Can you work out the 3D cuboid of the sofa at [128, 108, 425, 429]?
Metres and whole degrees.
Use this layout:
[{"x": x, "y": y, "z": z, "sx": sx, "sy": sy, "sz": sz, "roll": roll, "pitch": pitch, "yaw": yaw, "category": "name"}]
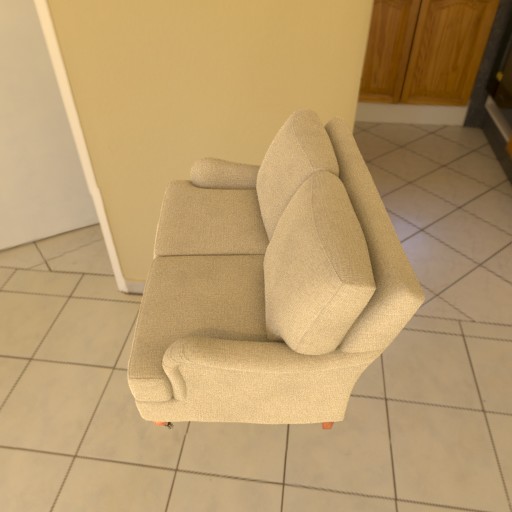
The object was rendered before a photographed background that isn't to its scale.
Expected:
[{"x": 0.000, "y": 0.000, "z": 2.246, "sx": 1.087, "sy": 0.999, "sz": 1.480, "roll": -1, "pitch": 41, "yaw": -2, "category": "sofa"}]
